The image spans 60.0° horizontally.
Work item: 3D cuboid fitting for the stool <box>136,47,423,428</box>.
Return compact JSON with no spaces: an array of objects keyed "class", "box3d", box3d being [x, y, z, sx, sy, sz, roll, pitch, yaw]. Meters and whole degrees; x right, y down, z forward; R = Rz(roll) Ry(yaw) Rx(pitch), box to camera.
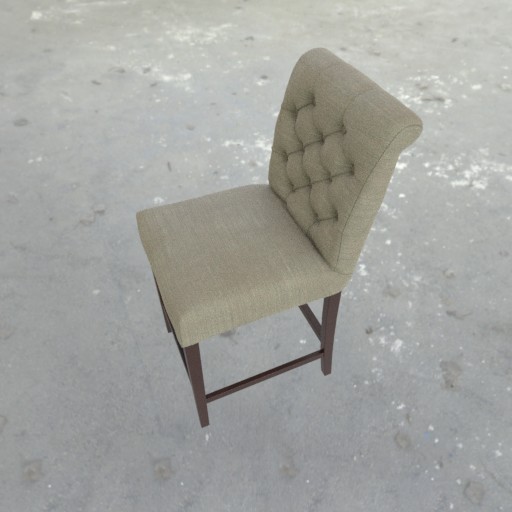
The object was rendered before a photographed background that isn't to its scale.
[{"class":"stool","box3d":[0.000,0.000,1.435,0.660,1.084,0.486,-17,49,-16]}]
